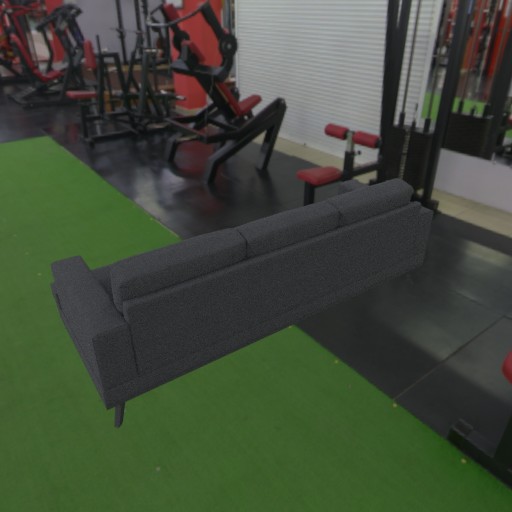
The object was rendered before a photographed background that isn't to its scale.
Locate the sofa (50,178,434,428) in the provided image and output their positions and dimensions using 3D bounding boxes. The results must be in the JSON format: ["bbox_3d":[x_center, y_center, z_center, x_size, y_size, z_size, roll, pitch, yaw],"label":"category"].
[{"bbox_3d":[0.000,0.000,2.819,2.310,0.810,0.920,-19,35,-30],"label":"sofa"}]
